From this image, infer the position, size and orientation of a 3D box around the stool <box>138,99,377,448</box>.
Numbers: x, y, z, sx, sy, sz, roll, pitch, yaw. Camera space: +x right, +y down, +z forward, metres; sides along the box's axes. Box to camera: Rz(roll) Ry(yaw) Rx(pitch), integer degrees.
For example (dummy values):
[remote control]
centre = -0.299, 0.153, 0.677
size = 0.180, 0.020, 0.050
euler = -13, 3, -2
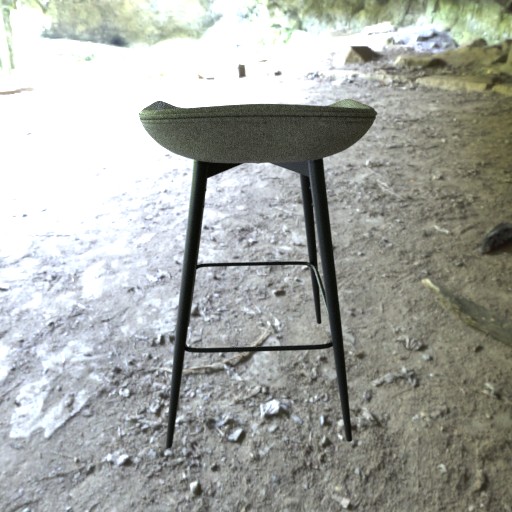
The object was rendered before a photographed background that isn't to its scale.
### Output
[stool]
centre = 0.000, 0.000, 1.108
size = 0.469, 0.814, 0.480
euler = -1, 30, -2
